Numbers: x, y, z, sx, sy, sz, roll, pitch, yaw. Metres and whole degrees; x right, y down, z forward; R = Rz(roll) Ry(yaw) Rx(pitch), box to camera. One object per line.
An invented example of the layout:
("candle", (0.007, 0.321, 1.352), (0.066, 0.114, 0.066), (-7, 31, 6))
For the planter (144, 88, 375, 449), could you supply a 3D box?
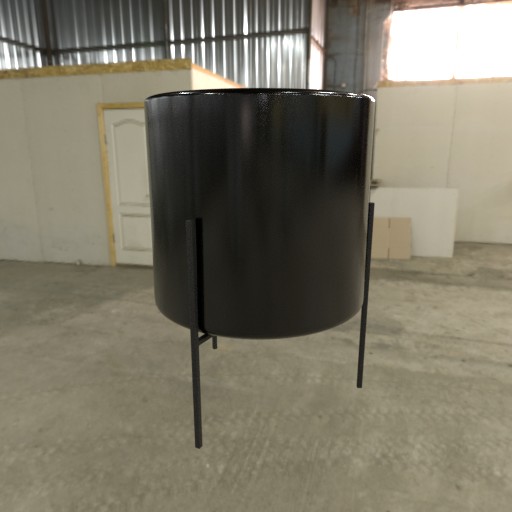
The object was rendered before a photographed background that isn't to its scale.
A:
("planter", (0.000, 0.000, 0.647), (0.310, 0.432, 0.310), (14, 20, 42))
